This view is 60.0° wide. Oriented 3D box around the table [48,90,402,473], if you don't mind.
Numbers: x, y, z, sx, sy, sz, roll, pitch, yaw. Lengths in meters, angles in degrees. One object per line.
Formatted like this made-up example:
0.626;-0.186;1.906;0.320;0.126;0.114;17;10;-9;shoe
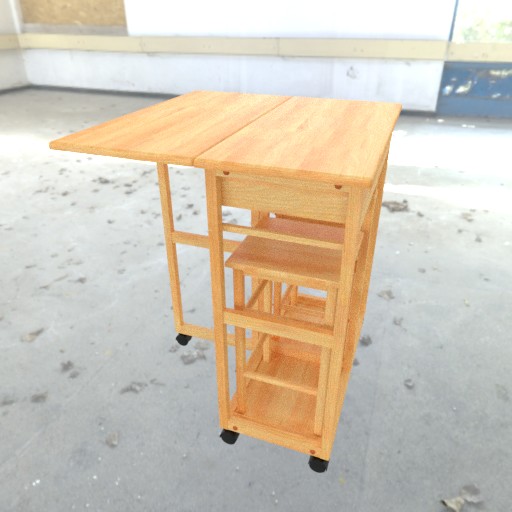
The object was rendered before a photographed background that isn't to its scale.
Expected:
0.000;0.000;1.367;0.693;0.832;0.752;10;31;17;table
